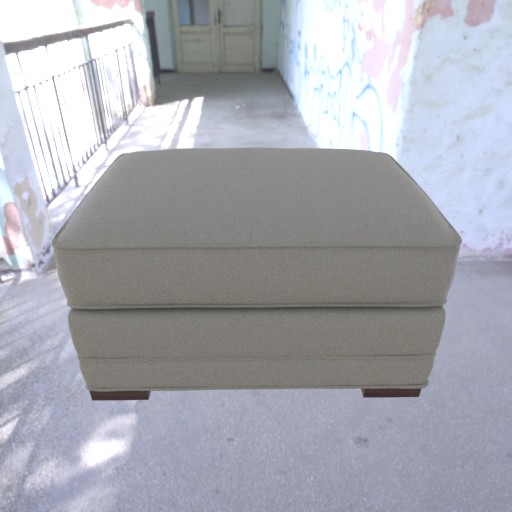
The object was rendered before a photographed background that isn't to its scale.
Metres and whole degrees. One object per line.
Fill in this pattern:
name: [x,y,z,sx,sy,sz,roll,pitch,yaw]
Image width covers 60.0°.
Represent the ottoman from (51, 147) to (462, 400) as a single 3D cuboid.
ottoman: [0.000,0.000,1.209,0.848,0.482,0.611,0,31,-1]
